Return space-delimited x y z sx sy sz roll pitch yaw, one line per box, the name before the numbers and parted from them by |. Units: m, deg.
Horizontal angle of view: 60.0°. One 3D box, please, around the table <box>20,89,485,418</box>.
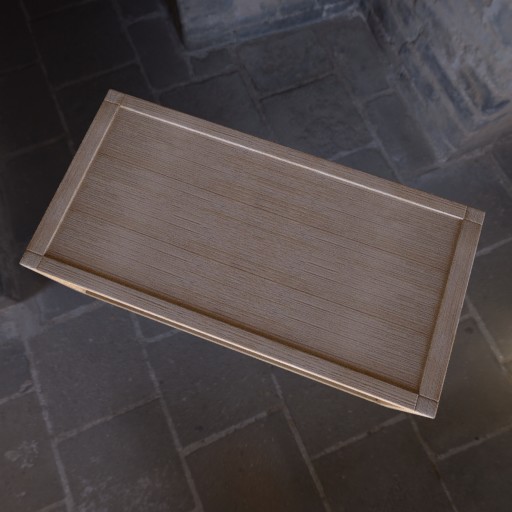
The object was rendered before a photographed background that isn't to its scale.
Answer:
table | 0.000 0.000 1.601 1.321 0.457 0.660 19 76 5
